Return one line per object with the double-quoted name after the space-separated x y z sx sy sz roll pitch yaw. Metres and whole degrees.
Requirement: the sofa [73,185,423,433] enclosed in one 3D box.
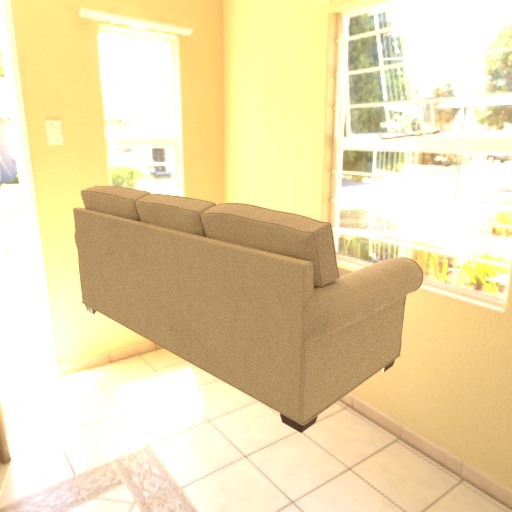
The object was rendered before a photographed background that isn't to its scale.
0.000 0.000 2.365 1.770 0.734 1.226 14 20 42 "sofa"
